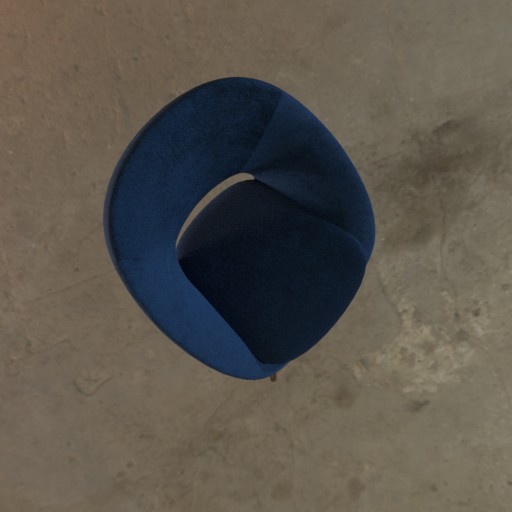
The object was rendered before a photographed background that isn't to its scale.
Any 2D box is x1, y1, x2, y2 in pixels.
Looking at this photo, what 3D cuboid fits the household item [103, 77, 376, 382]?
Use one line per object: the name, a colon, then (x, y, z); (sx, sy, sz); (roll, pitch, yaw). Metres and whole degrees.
household item: (0.000, 0.000, 1.251); (0.573, 0.852, 0.623); (40, 79, 9)
